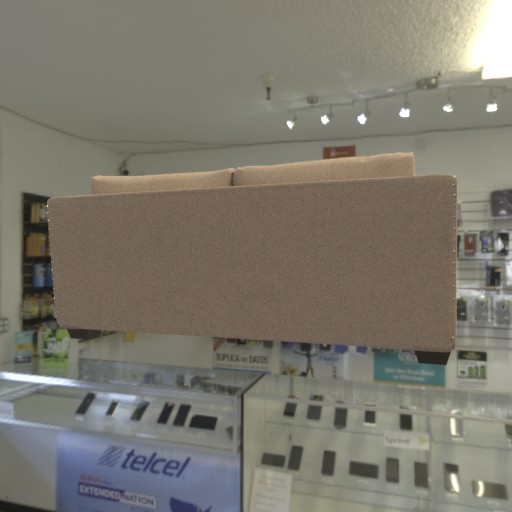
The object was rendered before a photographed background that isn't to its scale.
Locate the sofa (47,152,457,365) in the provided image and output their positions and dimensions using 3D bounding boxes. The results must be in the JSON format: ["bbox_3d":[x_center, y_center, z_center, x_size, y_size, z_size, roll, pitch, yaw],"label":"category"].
[{"bbox_3d":[0.000,0.000,2.474,1.967,0.901,1.030,0,-1,19],"label":"sofa"}]
